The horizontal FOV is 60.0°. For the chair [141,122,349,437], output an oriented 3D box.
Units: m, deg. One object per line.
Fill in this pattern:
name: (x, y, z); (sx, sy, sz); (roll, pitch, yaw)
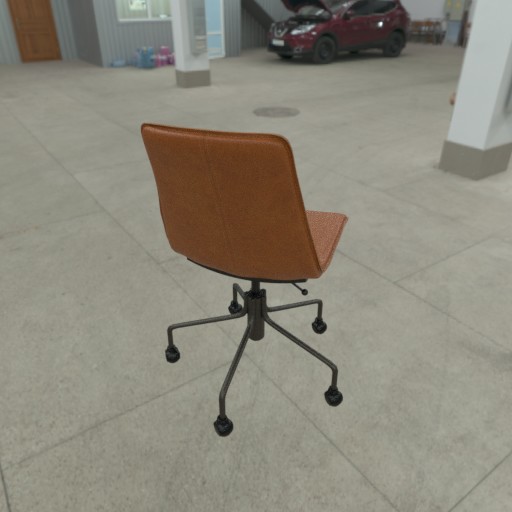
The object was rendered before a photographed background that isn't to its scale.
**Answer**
chair: (0.000, 0.000, 1.371); (0.651, 0.920, 0.660); (10, 32, 17)
